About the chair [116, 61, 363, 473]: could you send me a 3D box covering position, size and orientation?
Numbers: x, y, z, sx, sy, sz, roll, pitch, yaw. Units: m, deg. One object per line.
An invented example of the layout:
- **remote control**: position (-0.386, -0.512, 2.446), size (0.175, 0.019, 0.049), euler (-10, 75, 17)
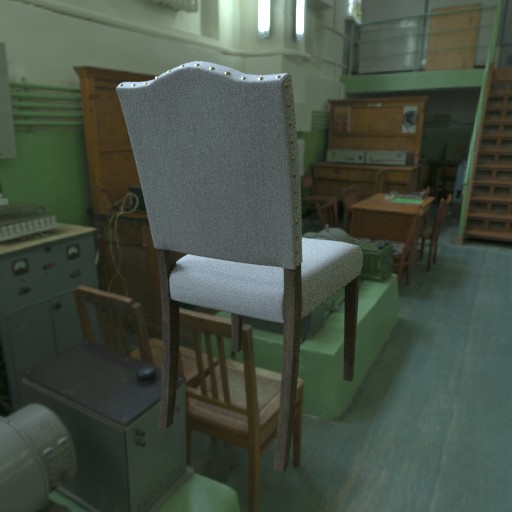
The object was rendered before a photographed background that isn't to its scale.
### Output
- **chair**: position (0.000, 0.000, 1.333), size (0.508, 1.020, 0.620), euler (8, 18, 26)
